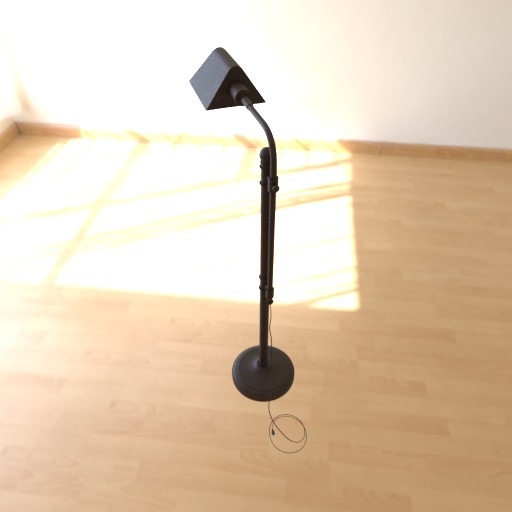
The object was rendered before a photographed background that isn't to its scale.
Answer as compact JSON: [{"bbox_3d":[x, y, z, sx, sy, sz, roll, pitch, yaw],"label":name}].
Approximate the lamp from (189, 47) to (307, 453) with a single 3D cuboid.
[{"bbox_3d":[0.000,0.000,0.941,0.159,0.708,0.545,-12,43,-14],"label":"lamp"}]
